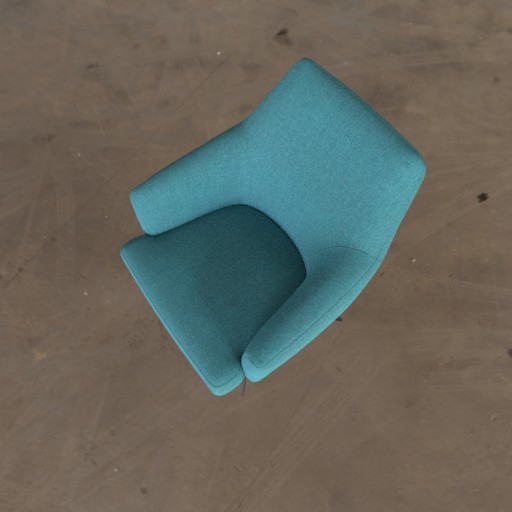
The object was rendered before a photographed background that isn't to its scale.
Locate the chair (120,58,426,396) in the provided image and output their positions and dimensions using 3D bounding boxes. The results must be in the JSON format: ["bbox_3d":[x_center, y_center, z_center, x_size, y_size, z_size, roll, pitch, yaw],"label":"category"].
[{"bbox_3d":[0.000,0.000,1.350,0.677,0.874,0.642,-33,68,-16],"label":"chair"}]
